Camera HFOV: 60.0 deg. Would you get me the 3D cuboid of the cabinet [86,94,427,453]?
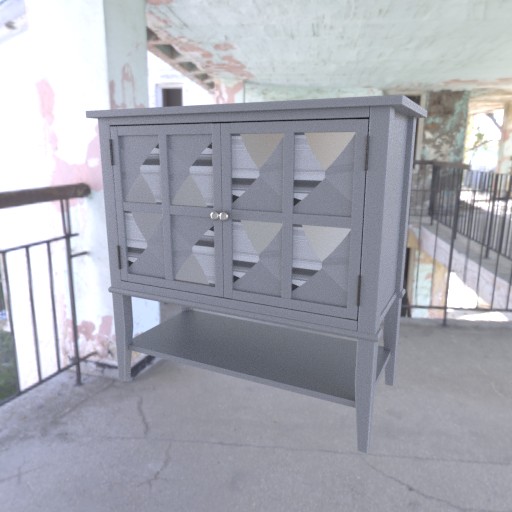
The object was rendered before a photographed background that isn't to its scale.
[{"bbox_3d":[0.000,0.000,1.248,0.801,0.780,0.396,7,15,26],"label":"cabinet"}]
